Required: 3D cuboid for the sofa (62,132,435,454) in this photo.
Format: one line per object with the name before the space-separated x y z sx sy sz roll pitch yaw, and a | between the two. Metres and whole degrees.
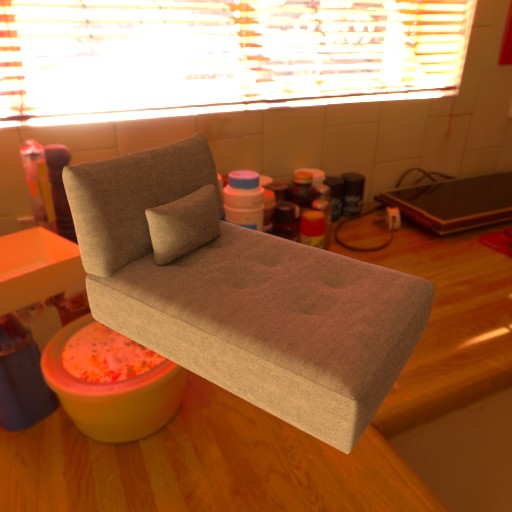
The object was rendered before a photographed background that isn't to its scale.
sofa | 0.000 0.000 2.036 1.450 0.820 0.930 18 32 31
